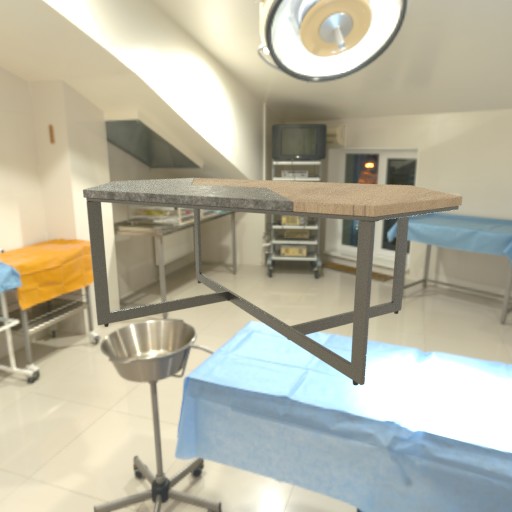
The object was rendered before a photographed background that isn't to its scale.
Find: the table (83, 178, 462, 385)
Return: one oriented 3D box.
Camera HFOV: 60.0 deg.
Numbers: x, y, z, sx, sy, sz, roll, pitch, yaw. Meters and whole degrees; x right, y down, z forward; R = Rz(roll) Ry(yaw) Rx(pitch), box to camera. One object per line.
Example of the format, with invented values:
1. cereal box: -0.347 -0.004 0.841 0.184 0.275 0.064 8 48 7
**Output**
1. table: 0.000 0.000 1.490 1.219 0.457 0.609 7 15 25
